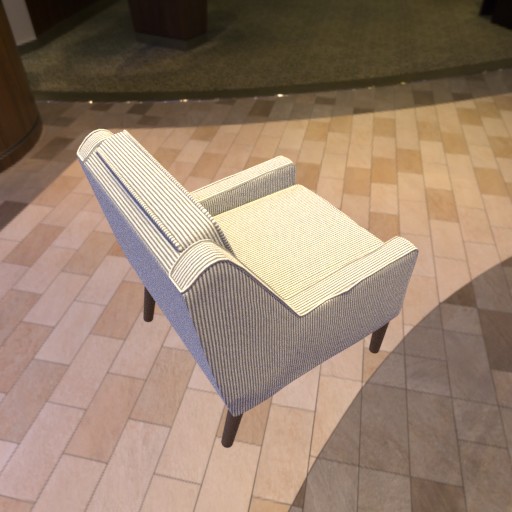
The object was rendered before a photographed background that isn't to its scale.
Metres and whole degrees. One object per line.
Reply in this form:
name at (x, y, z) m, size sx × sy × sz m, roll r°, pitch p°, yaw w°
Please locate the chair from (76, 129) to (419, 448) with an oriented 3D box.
chair at (0.000, 0.000, 1.364) m, size 0.743 × 0.792 × 0.663 m, roll -24°, pitch 47°, yaw -25°
